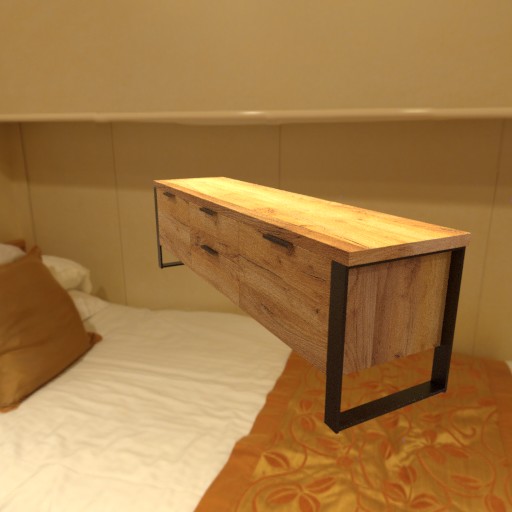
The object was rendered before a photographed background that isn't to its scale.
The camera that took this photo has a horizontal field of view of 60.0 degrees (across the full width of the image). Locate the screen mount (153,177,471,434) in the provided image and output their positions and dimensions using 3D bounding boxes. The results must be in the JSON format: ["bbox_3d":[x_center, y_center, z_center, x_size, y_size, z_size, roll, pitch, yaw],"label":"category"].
[{"bbox_3d":[0.000,0.000,1.712,0.395,0.450,1.524,-8,18,-27],"label":"screen mount"}]
